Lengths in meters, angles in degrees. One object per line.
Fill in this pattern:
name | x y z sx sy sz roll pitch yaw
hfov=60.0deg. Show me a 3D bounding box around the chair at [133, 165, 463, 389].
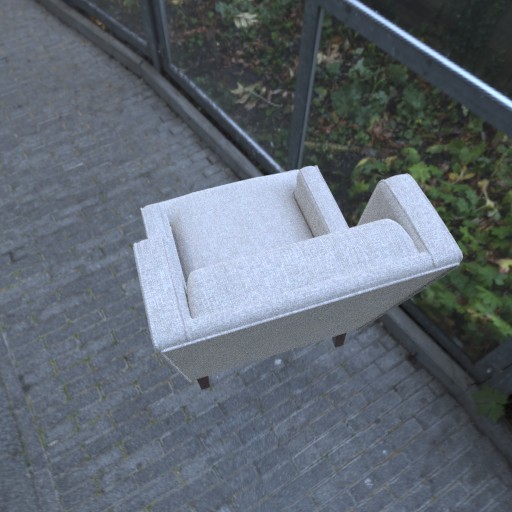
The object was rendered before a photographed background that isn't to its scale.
chair | 0.000 0.000 1.682 0.764 1.082 0.948 -15 59 -9
